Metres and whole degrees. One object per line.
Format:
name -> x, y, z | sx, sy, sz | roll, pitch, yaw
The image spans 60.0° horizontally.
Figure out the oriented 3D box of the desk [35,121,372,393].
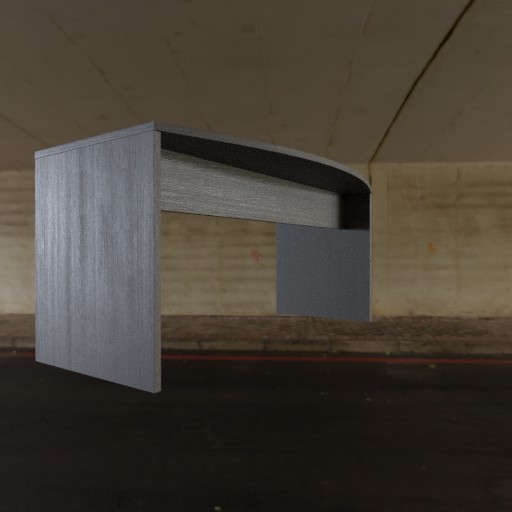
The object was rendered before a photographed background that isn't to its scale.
desk -> 0.000, 0.000, 2.004 | 0.802, 0.750, 1.600 | 0, 0, 36
